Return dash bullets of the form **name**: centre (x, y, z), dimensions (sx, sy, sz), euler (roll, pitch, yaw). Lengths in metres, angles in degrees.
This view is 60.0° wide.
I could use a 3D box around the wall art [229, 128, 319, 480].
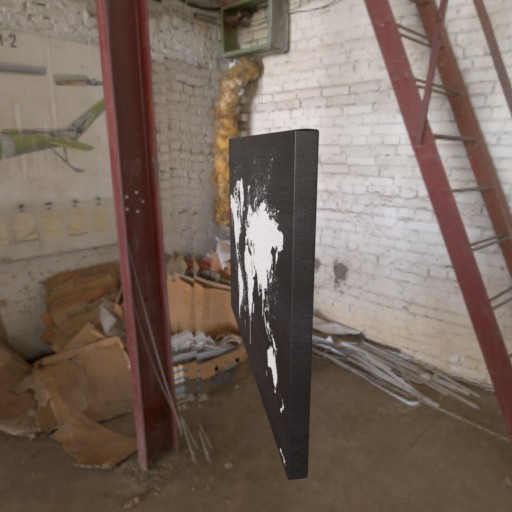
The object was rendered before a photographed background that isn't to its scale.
- **wall art**: centre (0.000, 0.000, 1.164), dimensions (0.038, 0.612, 0.912), euler (-2, 14, -9)
